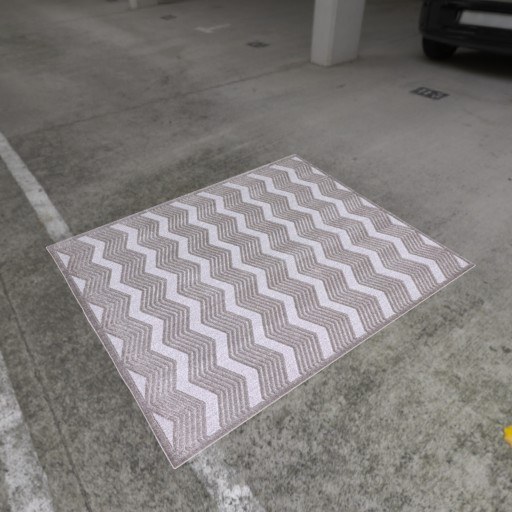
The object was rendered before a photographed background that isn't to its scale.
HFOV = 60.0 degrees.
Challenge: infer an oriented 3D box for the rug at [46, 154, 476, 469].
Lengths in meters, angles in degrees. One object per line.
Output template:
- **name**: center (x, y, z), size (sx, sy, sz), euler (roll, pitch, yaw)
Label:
- **rug**: center (0.000, 0.000, 3.848), size (2.880, 0.005, 2.391), euler (-26, 47, -26)
